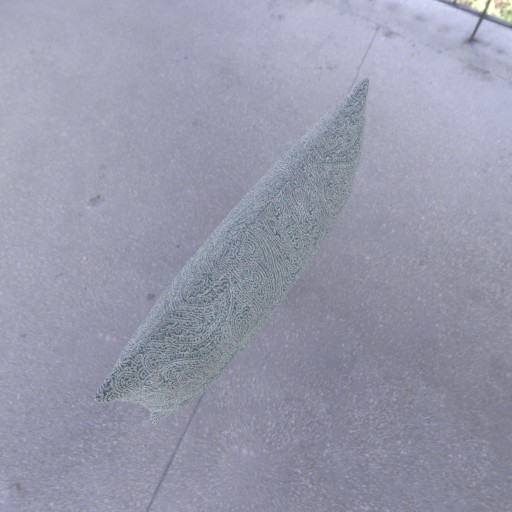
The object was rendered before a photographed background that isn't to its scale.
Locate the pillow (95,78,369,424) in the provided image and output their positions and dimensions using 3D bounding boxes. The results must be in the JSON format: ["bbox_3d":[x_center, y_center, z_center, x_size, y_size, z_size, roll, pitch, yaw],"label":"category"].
[{"bbox_3d":[0.000,0.000,0.733,0.151,0.295,0.615,33,68,15],"label":"pillow"}]
